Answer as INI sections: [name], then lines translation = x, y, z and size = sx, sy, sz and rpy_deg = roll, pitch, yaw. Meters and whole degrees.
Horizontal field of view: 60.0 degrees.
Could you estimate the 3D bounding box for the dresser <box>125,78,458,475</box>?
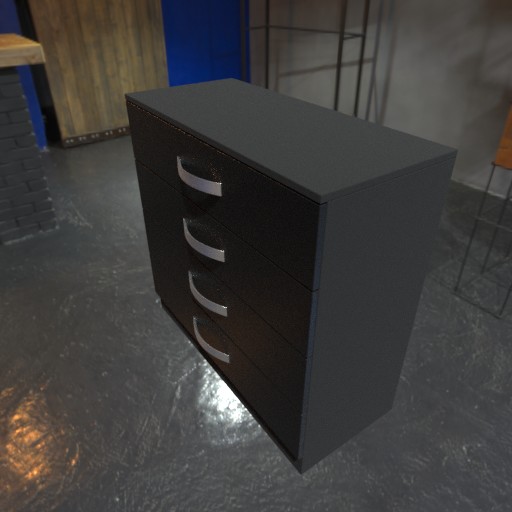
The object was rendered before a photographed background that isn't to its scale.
[dresser]
translation = 0.000, 0.000, 1.161
size = 0.360, 0.720, 0.750
rpy_deg = -21, 39, -29
